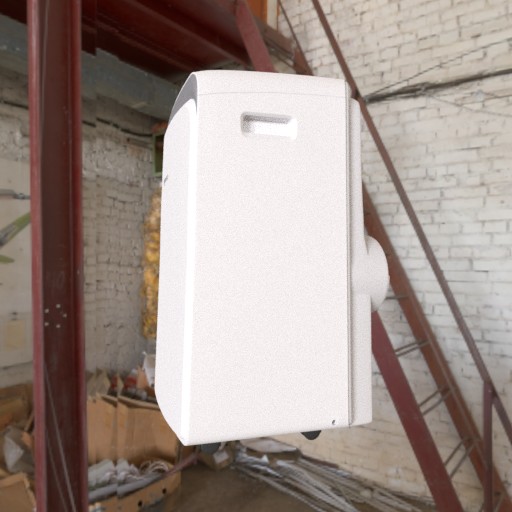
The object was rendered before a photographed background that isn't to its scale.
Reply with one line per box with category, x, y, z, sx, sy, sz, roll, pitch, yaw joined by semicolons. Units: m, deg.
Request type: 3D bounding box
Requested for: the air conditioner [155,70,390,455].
air conditioner;0.000;0.000;1.079;0.467;0.765;0.478;0;0;-19
